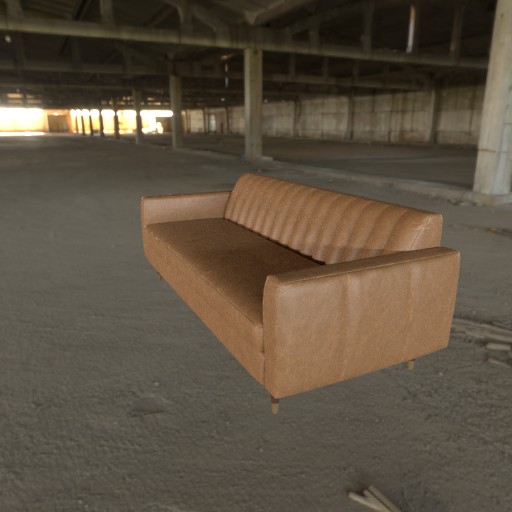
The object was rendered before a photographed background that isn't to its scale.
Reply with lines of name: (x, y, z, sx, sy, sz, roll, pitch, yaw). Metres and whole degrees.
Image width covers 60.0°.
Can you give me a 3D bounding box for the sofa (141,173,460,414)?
sofa: (0.000, 0.000, 2.818, 0.990, 0.821, 2.291, -8, 19, -25)
